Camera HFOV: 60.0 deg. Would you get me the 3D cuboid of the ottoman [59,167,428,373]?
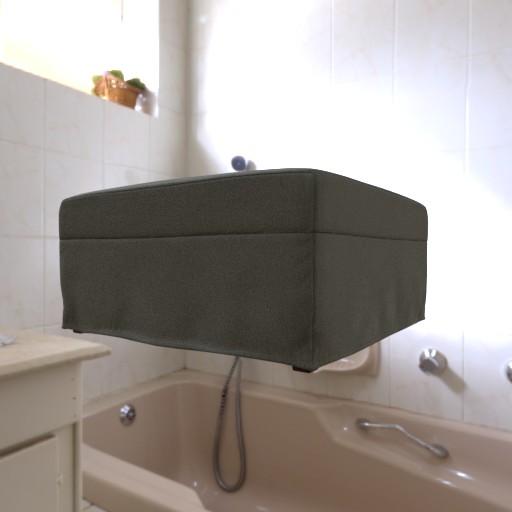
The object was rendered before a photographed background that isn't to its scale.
[{"bbox_3d":[0.000,0.000,1.367,0.843,0.441,0.842,0,0,35],"label":"ottoman"}]
